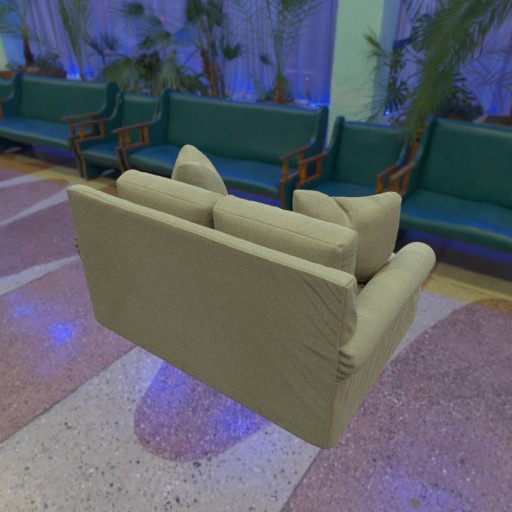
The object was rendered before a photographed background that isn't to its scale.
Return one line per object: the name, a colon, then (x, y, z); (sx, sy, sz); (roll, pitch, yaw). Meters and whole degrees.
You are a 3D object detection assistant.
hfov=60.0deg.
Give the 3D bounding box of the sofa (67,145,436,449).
sofa: (0.000, 0.000, 2.235); (1.550, 0.905, 1.070); (19, 35, 30)
